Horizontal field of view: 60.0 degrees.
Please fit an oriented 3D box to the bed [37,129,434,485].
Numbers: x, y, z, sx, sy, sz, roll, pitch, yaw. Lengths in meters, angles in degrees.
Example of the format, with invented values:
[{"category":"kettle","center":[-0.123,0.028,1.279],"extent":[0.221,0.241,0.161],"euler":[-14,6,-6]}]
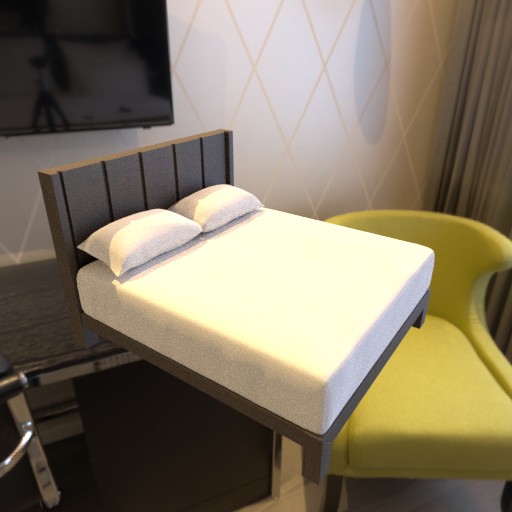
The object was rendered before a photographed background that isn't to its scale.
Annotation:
[{"category":"bed","center":[0.000,0.000,3.055],"extent":[1.992,1.261,1.735],"euler":[17,31,31]}]
